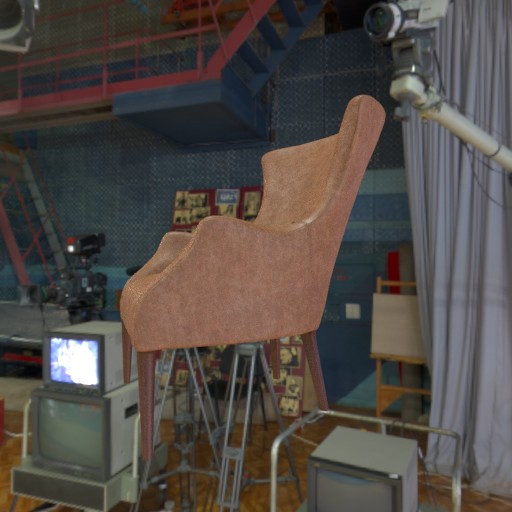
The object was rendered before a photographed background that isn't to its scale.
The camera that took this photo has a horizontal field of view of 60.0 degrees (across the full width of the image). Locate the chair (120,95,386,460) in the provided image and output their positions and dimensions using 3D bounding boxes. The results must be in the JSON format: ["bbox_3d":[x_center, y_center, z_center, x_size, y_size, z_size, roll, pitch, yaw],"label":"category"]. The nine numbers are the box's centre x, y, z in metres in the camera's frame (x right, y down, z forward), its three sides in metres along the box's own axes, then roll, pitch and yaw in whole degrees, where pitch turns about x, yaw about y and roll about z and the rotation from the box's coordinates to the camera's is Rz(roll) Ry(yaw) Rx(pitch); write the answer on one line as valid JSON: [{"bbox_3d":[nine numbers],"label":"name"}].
[{"bbox_3d":[0.000,0.000,1.675,0.955,1.067,0.846,0,-1,-20],"label":"chair"}]
